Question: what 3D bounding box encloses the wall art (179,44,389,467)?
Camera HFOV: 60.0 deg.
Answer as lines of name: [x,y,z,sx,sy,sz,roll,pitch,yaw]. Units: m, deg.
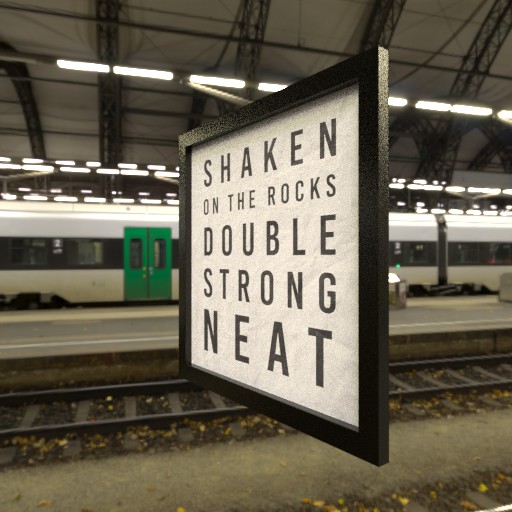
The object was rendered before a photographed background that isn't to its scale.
wall art: [0.000,0.000,0.508,0.014,0.349,0.349,0,0,-38]
